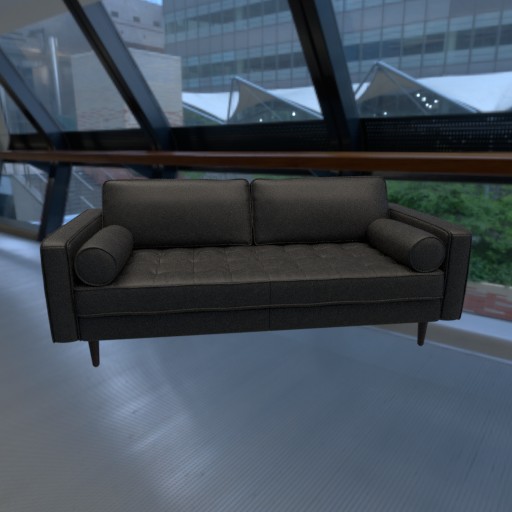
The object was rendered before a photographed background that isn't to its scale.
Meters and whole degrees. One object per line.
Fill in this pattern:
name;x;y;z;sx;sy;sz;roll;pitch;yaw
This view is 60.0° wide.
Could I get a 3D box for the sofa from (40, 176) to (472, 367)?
sofa;0.000;0.000;2.324;1.879;0.770;0.921;-2;15;-7
